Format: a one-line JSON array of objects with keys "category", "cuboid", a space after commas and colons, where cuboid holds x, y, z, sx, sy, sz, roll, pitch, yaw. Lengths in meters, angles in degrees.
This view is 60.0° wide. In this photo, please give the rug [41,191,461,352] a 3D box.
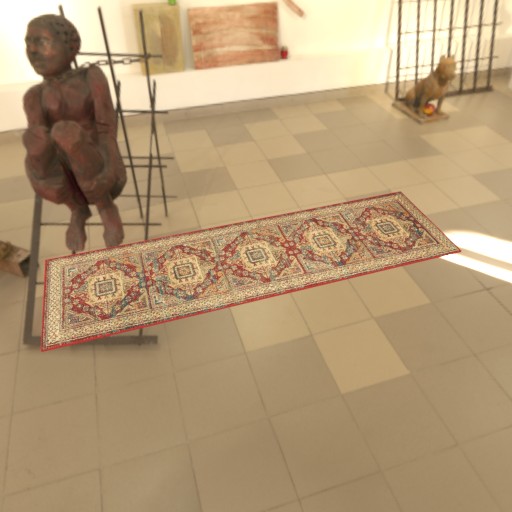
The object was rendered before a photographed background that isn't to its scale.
[{"category": "rug", "cuboid": [0.000, 0.000, 2.536, 2.292, 0.015, 0.659, -12, 43, -13]}]
